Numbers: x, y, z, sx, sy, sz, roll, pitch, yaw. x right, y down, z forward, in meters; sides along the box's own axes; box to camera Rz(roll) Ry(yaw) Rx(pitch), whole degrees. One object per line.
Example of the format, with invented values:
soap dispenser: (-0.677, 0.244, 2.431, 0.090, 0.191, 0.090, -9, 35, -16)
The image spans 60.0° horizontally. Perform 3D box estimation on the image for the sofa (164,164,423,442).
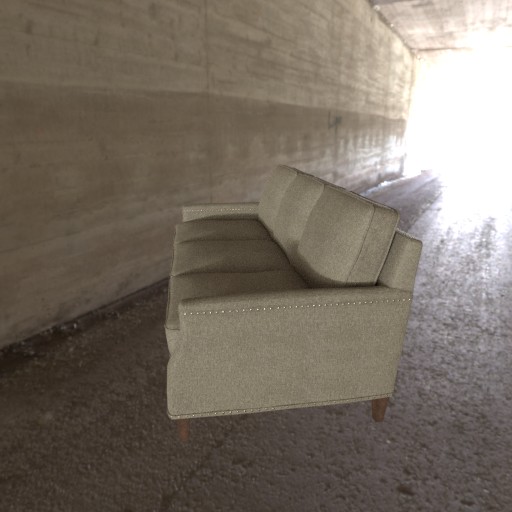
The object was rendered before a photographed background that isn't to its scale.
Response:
sofa: (0.000, 0.000, 2.855, 1.084, 1.003, 2.246, -3, 17, -8)
